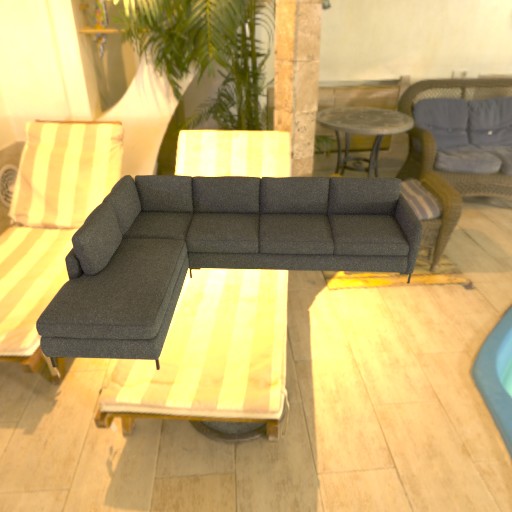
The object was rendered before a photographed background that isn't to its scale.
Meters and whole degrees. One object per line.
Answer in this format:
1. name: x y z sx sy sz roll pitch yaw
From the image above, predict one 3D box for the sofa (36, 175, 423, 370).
1. sofa: 0.000 0.000 3.794 2.949 0.815 2.007 1 30 2
